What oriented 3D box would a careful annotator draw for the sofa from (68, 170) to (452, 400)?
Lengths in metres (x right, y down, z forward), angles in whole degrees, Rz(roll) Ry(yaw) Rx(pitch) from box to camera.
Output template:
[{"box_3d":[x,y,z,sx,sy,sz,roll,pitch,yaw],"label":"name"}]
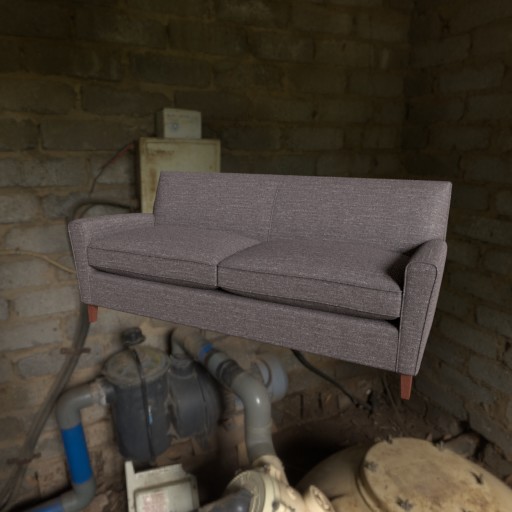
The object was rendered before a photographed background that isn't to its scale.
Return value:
[{"box_3d":[0.000,0.000,2.504,1.976,0.846,0.875,7,16,26],"label":"sofa"}]
